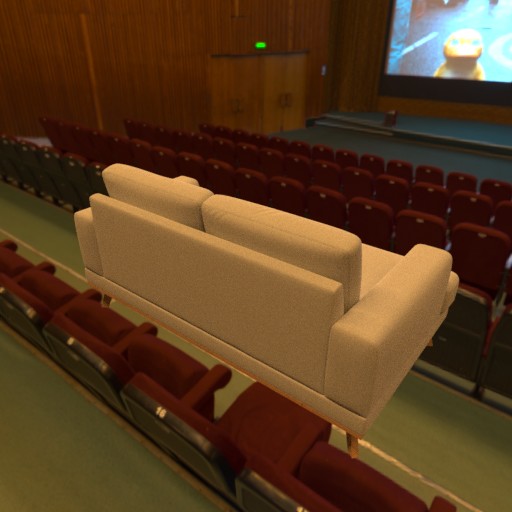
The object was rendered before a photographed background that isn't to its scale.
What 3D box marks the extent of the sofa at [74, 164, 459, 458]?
[{"bbox_3d":[0.000,0.000,2.117,1.651,0.810,0.915,21,35,33],"label":"sofa"}]
